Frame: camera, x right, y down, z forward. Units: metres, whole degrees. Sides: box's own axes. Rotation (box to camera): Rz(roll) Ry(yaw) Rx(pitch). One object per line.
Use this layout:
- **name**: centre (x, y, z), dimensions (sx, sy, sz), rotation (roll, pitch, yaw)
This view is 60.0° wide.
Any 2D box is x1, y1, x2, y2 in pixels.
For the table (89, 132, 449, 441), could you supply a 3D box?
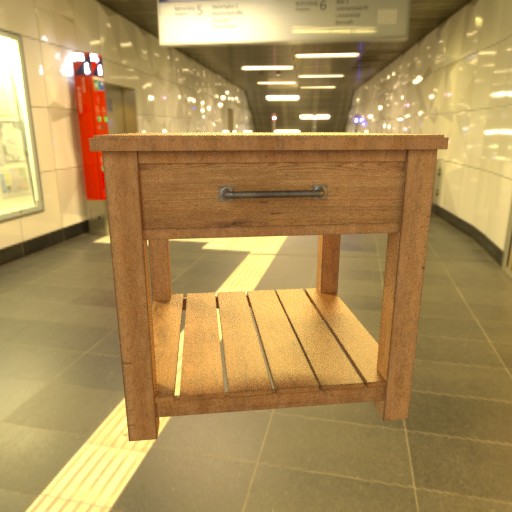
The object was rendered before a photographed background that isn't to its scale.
- **table**: centre (0.000, 0.000, 1.114), dimensions (0.616, 0.593, 0.612), rotation (-2, 16, -7)
